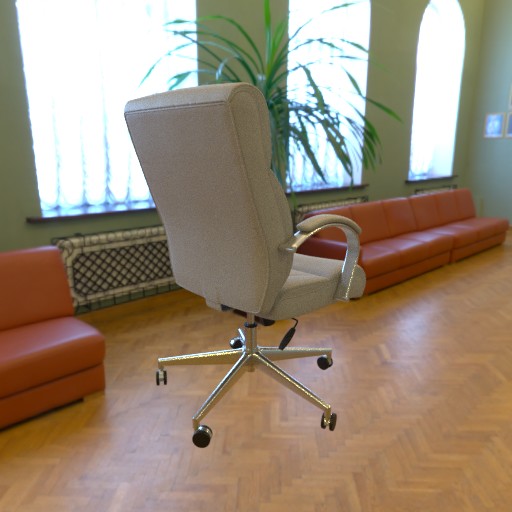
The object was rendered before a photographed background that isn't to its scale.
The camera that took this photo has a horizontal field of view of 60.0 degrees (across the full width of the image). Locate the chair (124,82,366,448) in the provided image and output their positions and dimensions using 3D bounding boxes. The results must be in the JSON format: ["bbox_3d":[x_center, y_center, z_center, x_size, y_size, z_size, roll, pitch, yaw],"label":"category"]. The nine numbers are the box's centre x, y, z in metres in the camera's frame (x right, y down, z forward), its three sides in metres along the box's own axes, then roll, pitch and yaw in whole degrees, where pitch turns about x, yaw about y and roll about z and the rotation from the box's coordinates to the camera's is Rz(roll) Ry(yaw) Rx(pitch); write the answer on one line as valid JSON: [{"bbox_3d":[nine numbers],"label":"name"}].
[{"bbox_3d":[0.000,0.000,1.601,0.745,1.099,0.727,-13,19,-43],"label":"chair"}]
